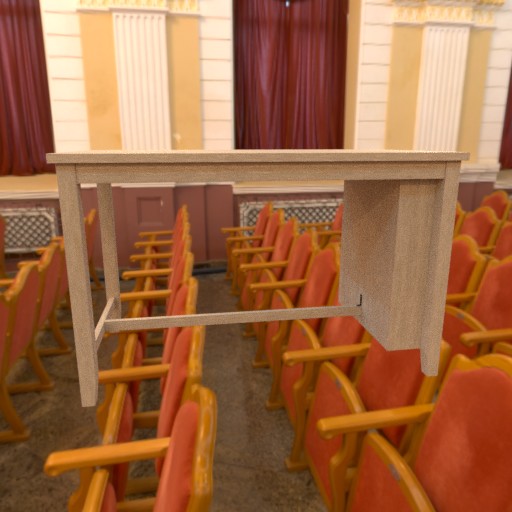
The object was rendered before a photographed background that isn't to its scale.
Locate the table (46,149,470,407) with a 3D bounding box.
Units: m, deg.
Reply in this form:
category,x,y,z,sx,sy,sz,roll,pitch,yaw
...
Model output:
category,x,y,z,sx,sy,sz,roll,pitch,yaw
table,0.000,0.000,1.895,1.397,0.874,0.729,-2,14,-9
